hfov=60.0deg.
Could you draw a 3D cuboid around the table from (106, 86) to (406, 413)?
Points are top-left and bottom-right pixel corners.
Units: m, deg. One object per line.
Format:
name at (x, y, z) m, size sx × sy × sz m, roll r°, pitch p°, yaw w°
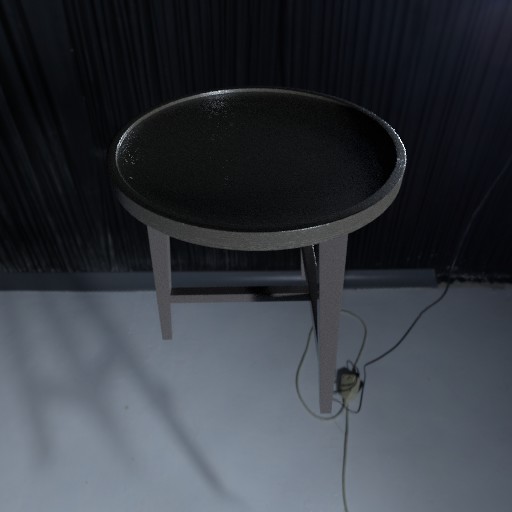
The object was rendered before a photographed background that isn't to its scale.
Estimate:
table at (0.000, 0.000, 0.938) m, size 0.500 × 0.531 × 0.500 m, roll 0°, pitch 42°, yaw 0°
